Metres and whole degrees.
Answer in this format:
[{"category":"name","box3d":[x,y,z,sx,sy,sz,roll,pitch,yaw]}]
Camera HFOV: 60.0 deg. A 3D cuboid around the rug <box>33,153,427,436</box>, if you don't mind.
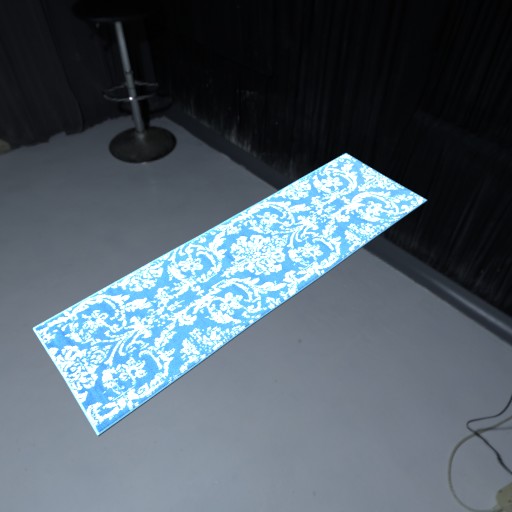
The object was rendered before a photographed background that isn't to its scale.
[{"category":"rug","box3d":[0.000,0.000,2.394,2.196,0.011,0.662,-32,55,-26]}]
